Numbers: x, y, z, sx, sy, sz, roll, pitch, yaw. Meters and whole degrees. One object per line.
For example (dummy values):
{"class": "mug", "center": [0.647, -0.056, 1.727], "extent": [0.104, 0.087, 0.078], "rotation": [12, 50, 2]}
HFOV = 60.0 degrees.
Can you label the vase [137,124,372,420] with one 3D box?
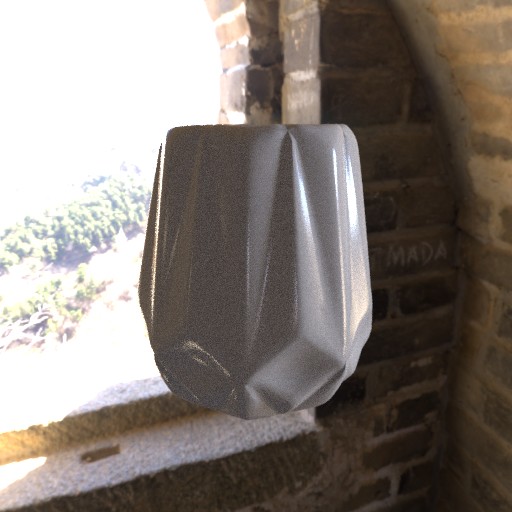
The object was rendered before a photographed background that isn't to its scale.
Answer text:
{"class": "vase", "center": [0.000, 0.000, 0.265], "extent": [0.141, 0.152, 0.141], "rotation": [0, 17, 0]}
